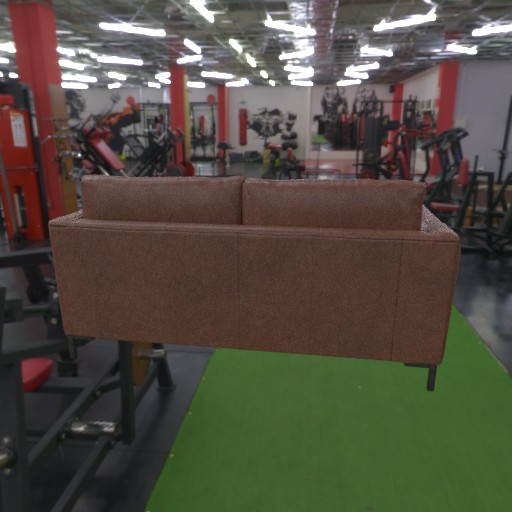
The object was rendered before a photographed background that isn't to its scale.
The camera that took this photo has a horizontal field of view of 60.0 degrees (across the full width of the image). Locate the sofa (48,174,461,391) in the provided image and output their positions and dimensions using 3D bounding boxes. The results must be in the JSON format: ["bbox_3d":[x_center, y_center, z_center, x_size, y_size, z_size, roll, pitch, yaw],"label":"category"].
[{"bbox_3d":[0.000,0.000,2.323,1.797,0.883,0.899,3,17,9],"label":"sofa"}]
